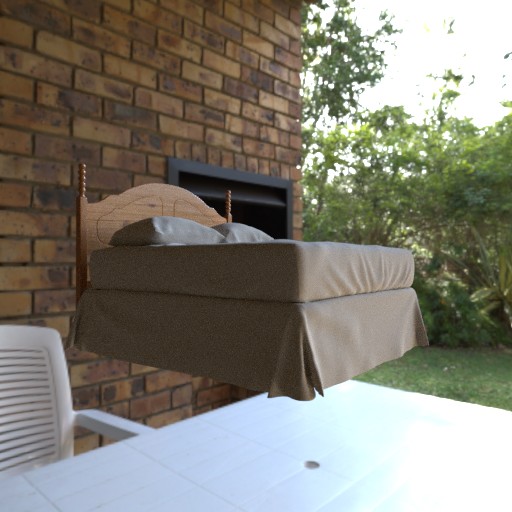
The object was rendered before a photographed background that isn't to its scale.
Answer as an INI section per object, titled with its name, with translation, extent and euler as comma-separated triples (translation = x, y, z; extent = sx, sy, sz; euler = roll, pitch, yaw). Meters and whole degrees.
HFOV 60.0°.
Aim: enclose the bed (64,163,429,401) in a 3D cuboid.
[bed]
translation = 0.000, 0.000, 3.251
extent = 2.040, 1.356, 1.873
euler = 0, -1, 38
